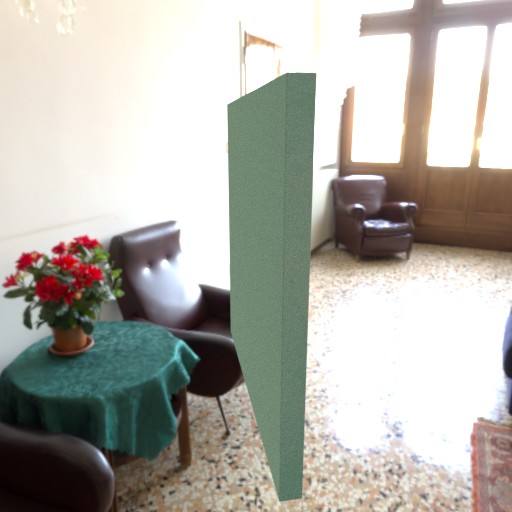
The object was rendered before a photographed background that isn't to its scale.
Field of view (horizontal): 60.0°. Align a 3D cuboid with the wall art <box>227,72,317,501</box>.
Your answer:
[{"bbox_3d":[0.000,0.000,0.876,0.036,0.603,0.603,-3,16,-10],"label":"wall art"}]
